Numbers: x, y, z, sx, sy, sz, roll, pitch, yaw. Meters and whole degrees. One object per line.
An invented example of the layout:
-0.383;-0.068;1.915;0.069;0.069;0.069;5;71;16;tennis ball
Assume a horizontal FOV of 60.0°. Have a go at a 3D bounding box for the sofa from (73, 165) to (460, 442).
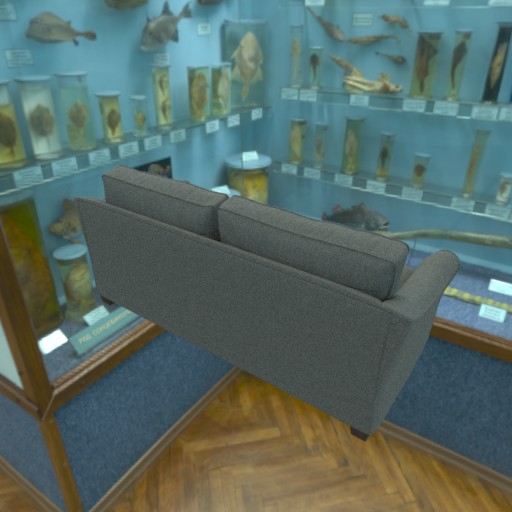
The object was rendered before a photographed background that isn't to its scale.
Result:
0.000;0.000;2.769;2.203;0.976;1.013;19;34;31;sofa
